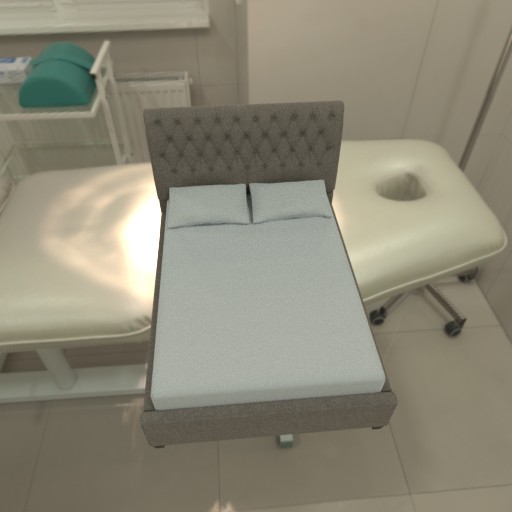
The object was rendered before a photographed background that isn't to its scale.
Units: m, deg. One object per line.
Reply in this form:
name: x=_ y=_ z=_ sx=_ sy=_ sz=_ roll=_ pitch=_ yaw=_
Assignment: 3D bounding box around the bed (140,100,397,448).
bed: x=0.000 y=0.000 z=3.367 sx=1.645 sy=1.371 sz=2.252 roll=-4 pitch=46 yaw=-3
